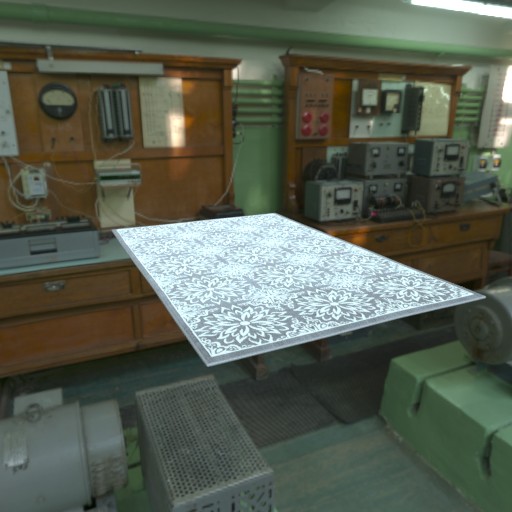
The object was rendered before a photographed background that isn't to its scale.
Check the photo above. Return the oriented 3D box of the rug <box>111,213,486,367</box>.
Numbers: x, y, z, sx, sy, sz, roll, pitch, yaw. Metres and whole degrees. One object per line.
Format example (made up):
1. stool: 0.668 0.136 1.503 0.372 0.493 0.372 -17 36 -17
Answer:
1. rug: 0.000 0.000 3.527 1.819 0.018 2.746 -8 19 -25
